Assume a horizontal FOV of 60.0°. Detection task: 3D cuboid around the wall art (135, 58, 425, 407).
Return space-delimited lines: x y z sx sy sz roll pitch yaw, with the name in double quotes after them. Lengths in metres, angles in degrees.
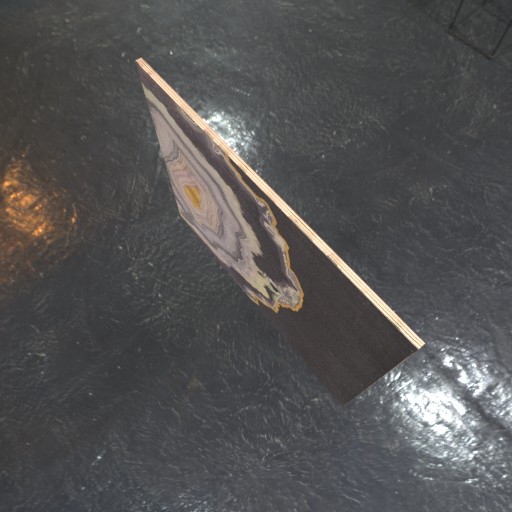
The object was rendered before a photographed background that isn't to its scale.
0.000 0.000 0.697 0.010 0.408 0.508 -36 69 -16 "wall art"
